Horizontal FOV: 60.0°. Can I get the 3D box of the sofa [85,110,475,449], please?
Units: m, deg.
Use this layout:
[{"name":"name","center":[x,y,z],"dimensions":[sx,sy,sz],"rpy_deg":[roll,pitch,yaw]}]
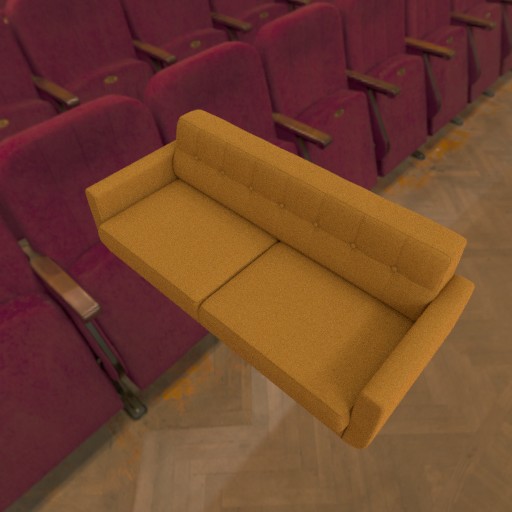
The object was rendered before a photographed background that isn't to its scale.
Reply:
[{"name":"sofa","center":[0.000,0.000,2.465],"dimensions":[2.029,0.841,0.909],"rpy_deg":[33,55,28]}]
